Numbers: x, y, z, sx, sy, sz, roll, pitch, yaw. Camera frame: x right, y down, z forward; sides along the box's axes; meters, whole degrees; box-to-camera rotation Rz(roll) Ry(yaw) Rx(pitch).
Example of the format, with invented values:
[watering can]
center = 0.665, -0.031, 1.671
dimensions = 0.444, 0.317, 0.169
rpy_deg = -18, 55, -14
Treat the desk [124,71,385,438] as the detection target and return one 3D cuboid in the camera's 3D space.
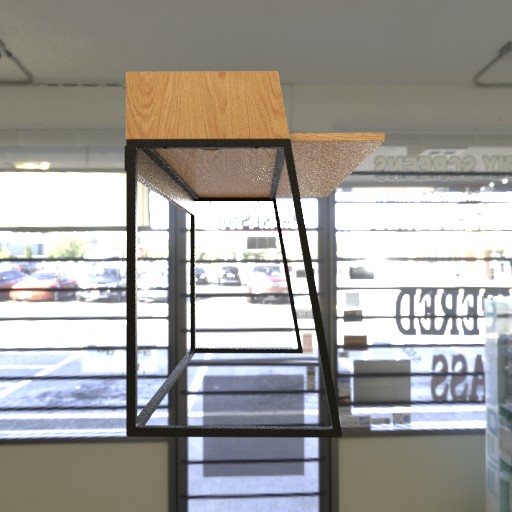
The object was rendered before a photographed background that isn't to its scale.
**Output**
[desk]
center = 0.000, 0.000, 1.878
dimensions = 0.769, 1.061, 1.191
rpy_deg = 0, -1, 1
